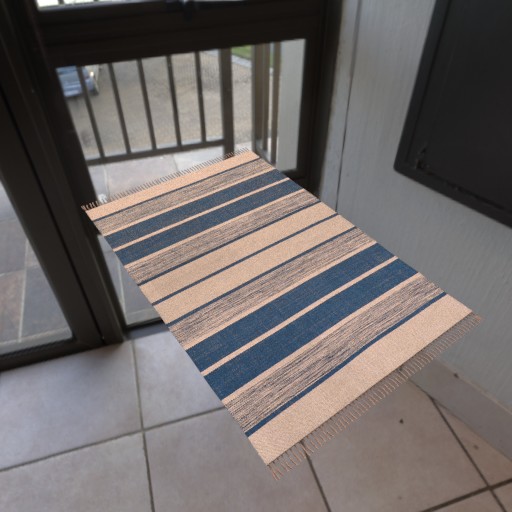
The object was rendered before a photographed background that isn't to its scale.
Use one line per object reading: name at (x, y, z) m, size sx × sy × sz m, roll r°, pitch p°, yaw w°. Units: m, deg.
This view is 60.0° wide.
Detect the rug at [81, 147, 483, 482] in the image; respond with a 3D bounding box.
rug at (0.000, 0.000, 2.984) m, size 1.532 × 0.010 × 2.441 m, roll -26°, pitch 49°, yaw -25°
